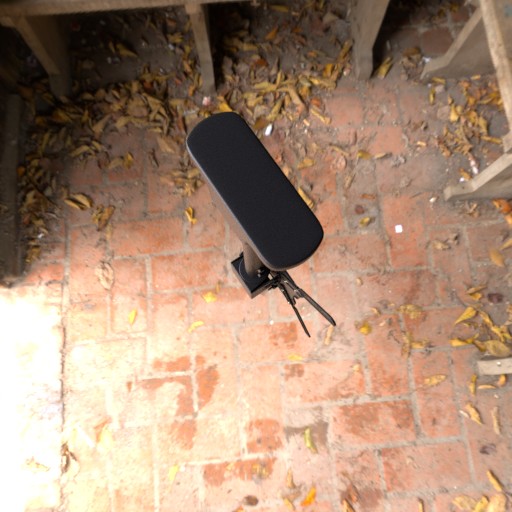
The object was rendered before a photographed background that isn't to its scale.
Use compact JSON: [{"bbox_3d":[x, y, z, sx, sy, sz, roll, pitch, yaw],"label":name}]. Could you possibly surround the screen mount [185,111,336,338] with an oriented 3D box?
[{"bbox_3d":[0.000,0.000,0.873,0.090,0.729,0.393,-33,79,-7],"label":"screen mount"}]
